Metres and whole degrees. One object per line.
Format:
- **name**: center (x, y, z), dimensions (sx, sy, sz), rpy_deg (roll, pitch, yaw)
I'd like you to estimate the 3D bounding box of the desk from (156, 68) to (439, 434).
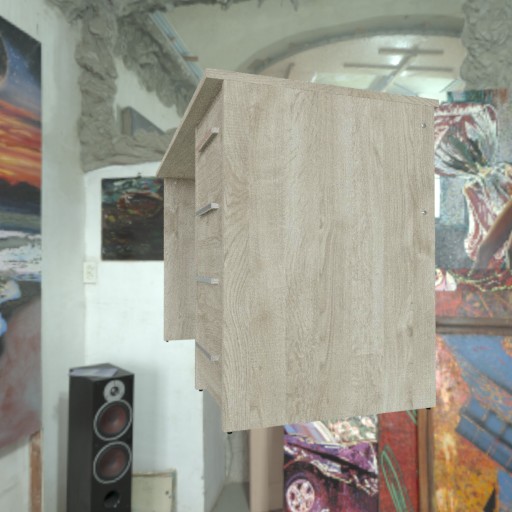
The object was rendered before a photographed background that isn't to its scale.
- **desk**: center (0.000, 0.000, 1.481), dimensions (0.560, 0.730, 1.096), rpy_deg (0, -1, -18)
